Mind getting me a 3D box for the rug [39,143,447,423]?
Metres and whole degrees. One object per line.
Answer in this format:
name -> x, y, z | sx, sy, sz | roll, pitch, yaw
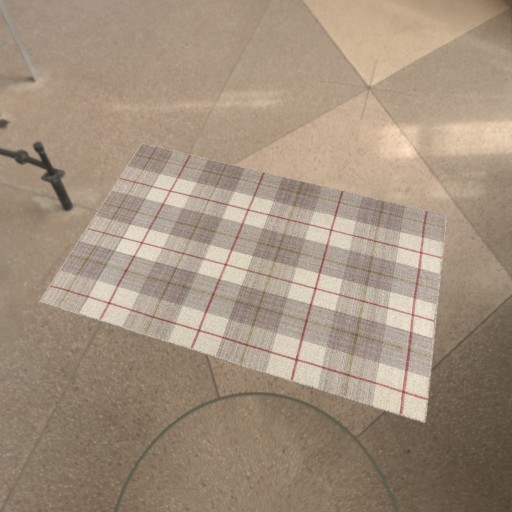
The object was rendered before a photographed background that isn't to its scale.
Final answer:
rug -> 0.000, 0.000, 3.057 | 2.464, 0.010, 1.549 | 15, 58, 9
